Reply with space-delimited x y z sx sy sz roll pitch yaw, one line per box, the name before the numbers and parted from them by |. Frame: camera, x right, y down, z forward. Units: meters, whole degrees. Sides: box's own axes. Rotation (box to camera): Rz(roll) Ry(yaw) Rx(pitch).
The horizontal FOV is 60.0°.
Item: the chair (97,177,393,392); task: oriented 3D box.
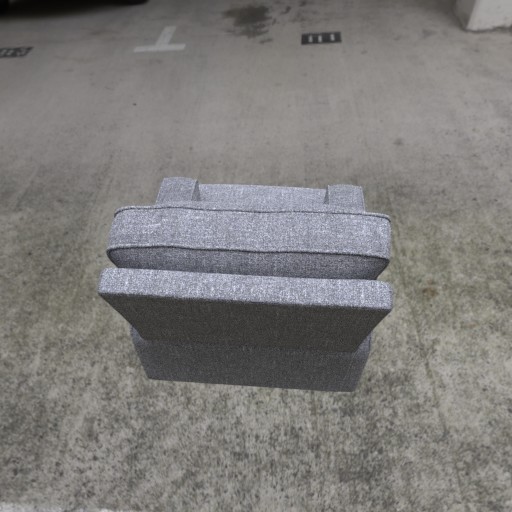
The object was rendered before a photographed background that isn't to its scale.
chair | 0.000 0.000 1.678 0.861 0.962 0.964 3 47 3
